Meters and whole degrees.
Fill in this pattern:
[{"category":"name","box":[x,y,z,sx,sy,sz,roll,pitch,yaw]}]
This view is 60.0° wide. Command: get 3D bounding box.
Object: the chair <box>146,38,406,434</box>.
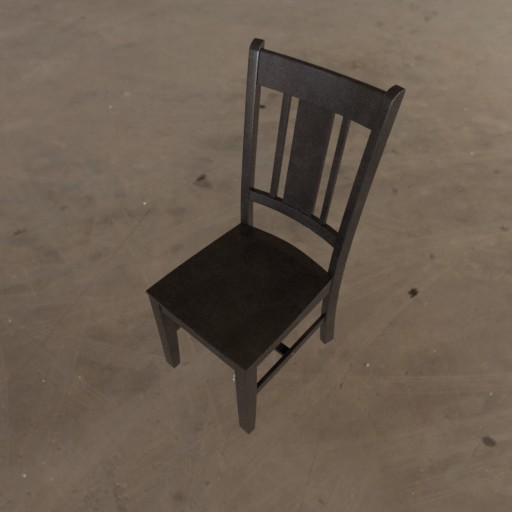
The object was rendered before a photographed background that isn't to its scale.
[{"category":"chair","box":[0.000,0.000,1.324,0.450,0.998,0.555,32,55,27]}]
